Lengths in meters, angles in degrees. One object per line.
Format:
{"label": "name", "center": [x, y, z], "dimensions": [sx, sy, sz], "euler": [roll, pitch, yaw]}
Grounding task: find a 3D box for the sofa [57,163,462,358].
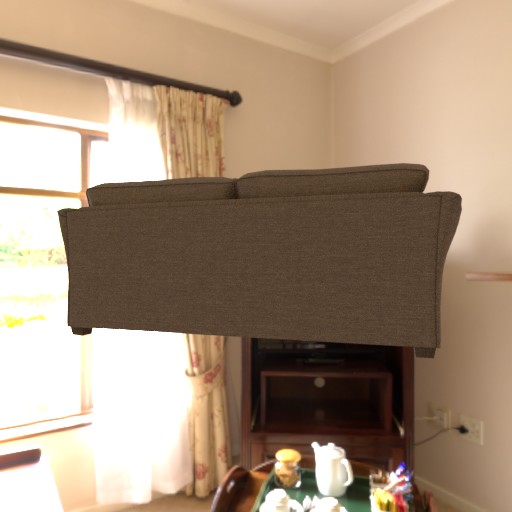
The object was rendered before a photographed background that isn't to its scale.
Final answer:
{"label": "sofa", "center": [0.000, 0.000, 2.777], "dimensions": [2.270, 0.950, 0.971], "euler": [0, -1, 18]}
